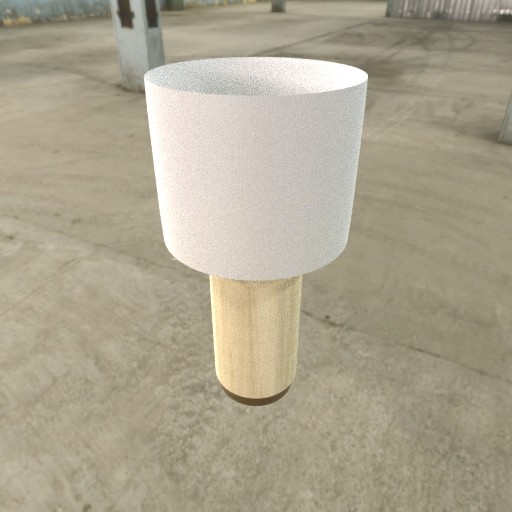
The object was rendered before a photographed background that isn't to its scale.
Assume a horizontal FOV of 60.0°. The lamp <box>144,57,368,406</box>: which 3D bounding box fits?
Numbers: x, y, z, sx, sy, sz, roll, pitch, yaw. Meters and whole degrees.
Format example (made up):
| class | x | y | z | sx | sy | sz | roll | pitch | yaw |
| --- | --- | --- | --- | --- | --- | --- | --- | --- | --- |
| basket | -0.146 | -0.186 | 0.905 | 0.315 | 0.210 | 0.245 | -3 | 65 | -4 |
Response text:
| class | x | y | z | sx | sy | sz | roll | pitch | yaw |
| --- | --- | --- | --- | --- | --- | --- | --- | --- | --- |
| lamp | 0.000 | 0.000 | 0.573 | 0.228 | 0.444 | 0.228 | -19 | 36 | -28 |
